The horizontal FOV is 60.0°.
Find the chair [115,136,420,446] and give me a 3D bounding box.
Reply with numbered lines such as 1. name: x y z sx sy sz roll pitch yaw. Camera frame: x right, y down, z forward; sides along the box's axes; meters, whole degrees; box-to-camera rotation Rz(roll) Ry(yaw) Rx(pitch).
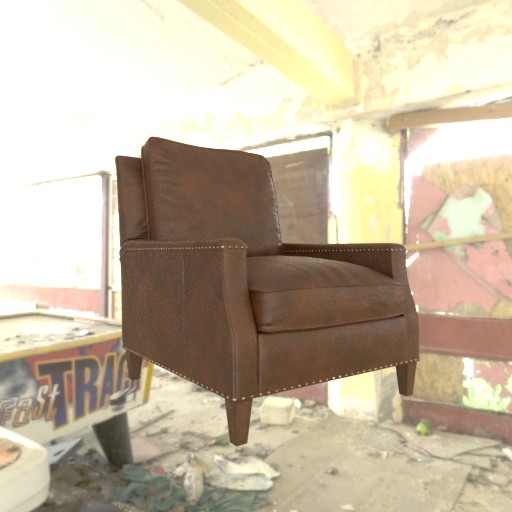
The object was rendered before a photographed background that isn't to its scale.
1. chair: 0.000 0.000 1.833 0.854 1.054 1.035 0 0 -36
